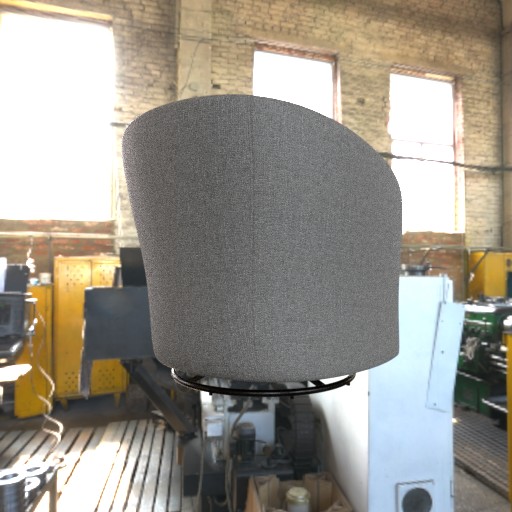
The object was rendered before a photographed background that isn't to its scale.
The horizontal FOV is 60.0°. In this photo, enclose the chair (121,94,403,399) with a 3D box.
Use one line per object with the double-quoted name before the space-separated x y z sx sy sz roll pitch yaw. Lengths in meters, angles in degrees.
"chair" 0.000 0.000 1.437 0.791 0.771 0.815 -1 -2 38
